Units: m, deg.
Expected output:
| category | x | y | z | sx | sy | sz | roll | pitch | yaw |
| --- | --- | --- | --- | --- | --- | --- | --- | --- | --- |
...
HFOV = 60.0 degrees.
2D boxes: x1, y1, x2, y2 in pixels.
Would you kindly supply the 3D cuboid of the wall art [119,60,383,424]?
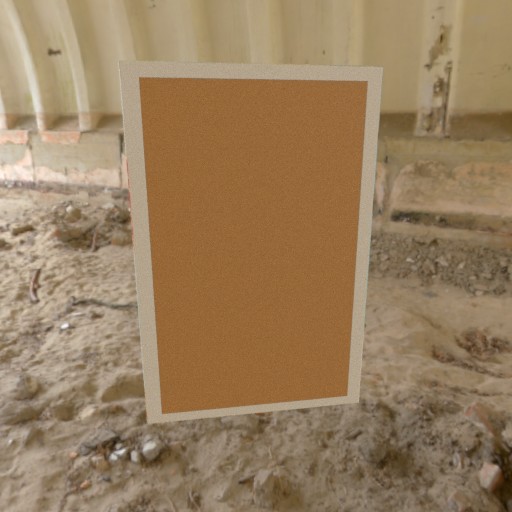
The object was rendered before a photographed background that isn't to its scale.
| category | x | y | z | sx | sy | sz | roll | pitch | yaw |
| --- | --- | --- | --- | --- | --- | --- | --- | --- | --- |
| wall art | 0.000 | 0.000 | 1.142 | 0.605 | 0.915 | 0.037 | -3 | 16 | -9 |
